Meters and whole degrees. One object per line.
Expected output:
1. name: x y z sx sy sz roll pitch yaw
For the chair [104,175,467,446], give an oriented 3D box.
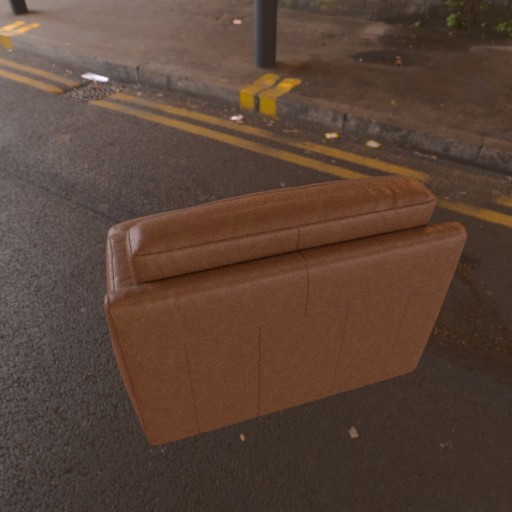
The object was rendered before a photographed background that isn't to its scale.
1. chair: 0.000 0.000 1.943 1.276 0.978 1.050 -11 42 -13
